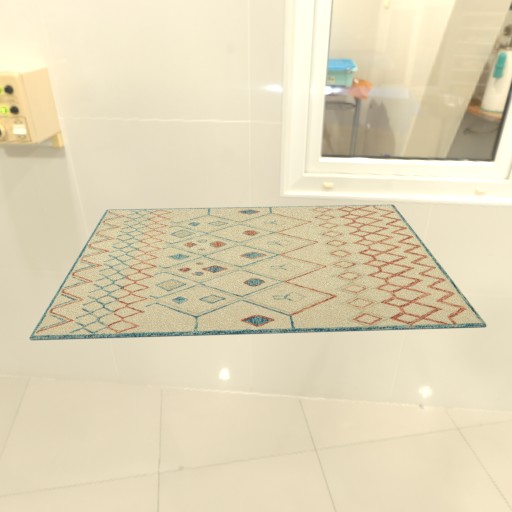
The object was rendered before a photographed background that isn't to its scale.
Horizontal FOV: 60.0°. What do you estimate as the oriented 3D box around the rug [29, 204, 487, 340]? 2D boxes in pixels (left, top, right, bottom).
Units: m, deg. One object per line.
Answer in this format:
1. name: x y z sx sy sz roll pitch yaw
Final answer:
1. rug: 0.000 0.000 2.291 1.829 0.016 1.219 -1 30 -2
